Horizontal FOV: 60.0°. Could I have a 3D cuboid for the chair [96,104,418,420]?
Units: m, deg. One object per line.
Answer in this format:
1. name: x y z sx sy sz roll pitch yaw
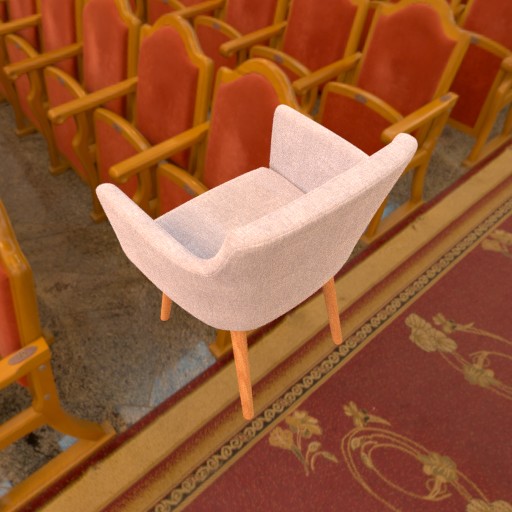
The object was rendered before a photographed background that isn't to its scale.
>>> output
1. chair: 0.000 0.000 1.164 0.570 0.780 0.540 -32 55 -26
